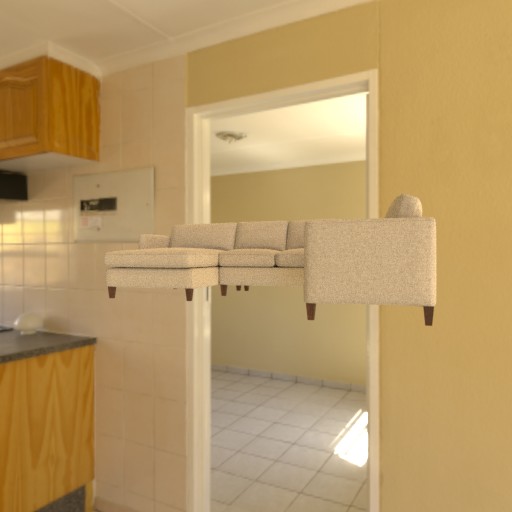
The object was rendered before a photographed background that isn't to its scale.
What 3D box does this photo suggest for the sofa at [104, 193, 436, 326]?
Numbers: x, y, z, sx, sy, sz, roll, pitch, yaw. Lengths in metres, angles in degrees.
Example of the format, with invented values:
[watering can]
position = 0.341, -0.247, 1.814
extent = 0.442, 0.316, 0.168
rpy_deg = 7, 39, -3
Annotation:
[sofa]
position = 0.000, 0.000, 4.755
extent = 3.460, 0.959, 2.593
rpy_deg = 0, 0, 19
